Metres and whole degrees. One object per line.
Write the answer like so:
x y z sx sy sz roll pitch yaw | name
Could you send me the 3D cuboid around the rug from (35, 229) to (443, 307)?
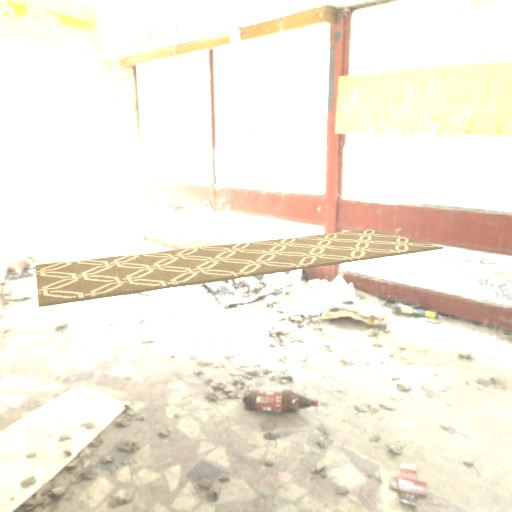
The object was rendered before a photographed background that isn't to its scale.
0.000 0.000 2.550 2.276 0.014 0.678 -7 16 -26 | rug
